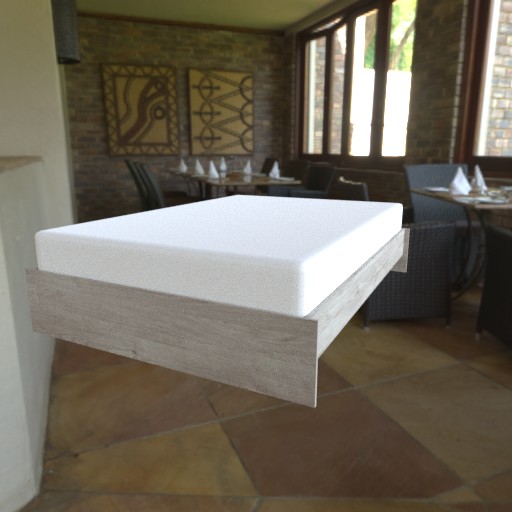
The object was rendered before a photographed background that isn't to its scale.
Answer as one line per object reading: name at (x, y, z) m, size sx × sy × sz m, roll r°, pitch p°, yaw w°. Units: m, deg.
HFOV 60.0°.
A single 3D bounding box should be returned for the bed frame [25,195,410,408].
bed frame at (0.000, 0.000, 2.623) m, size 1.445 × 0.497 × 1.945 m, roll 7°, pitch 15°, yaw 26°
